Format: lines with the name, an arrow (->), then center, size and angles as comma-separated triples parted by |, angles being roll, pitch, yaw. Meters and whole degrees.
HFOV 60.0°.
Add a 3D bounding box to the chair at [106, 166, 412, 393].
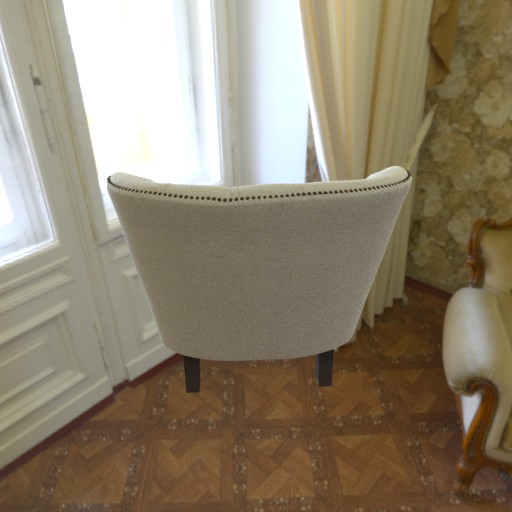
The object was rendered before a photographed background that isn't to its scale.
chair -> 0.000, 0.000, 1.610 | 0.848, 0.868, 0.906 | -2, 30, -3
